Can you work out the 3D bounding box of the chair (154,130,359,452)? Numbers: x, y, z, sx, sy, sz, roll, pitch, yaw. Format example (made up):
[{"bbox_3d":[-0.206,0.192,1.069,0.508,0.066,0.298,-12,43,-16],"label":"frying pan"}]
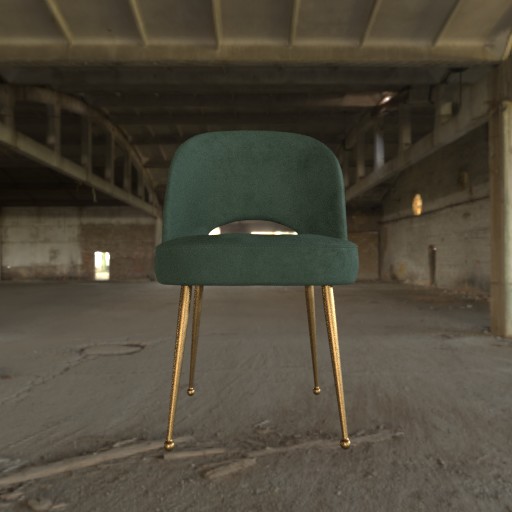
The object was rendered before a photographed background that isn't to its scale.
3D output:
[{"bbox_3d":[0.000,0.000,1.231,0.527,0.860,0.577,0,0,-1],"label":"chair"}]
